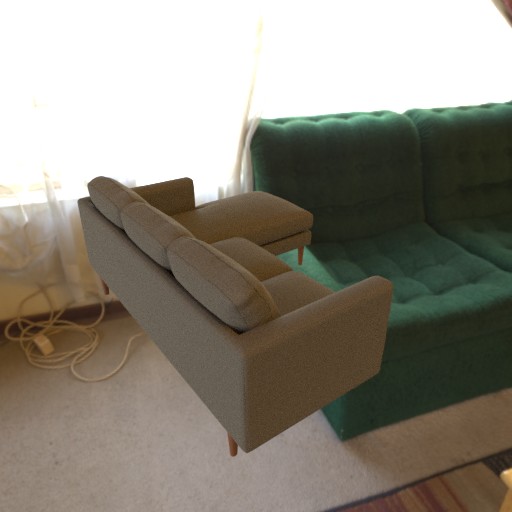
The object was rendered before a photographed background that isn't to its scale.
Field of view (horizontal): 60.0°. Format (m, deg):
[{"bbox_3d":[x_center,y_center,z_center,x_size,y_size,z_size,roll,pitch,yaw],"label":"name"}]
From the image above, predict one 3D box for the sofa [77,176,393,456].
[{"bbox_3d":[0.000,0.000,2.852,1.591,0.897,2.031,-19,33,-31],"label":"sofa"}]
